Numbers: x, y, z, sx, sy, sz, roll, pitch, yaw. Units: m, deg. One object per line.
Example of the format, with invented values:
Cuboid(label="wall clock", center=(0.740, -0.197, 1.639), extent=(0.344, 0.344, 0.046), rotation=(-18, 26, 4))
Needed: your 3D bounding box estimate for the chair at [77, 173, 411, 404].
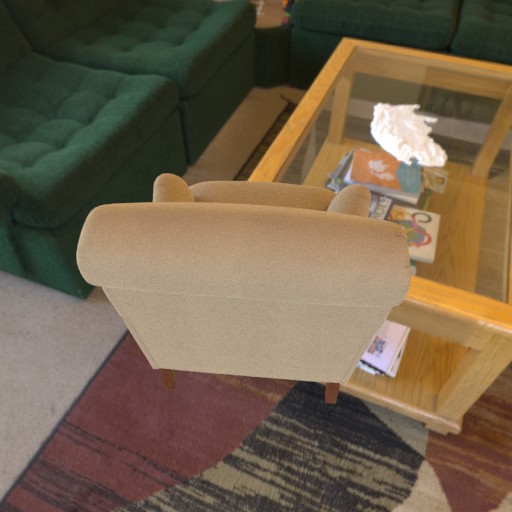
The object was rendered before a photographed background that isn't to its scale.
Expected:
Cuboid(label="chair", center=(0.000, 0.000, 1.515), extent=(0.766, 0.942, 0.842), rotation=(4, 49, 3))
